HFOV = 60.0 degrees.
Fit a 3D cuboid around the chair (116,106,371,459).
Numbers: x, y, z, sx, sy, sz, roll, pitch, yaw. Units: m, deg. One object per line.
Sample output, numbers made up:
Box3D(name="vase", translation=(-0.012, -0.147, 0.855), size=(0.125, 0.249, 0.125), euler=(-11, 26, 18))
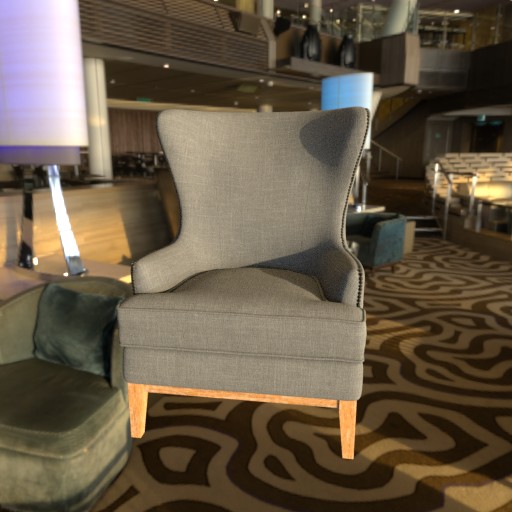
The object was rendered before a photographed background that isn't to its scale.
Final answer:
Box3D(name="chair", translation=(0.000, 0.000, 1.793), size=(0.864, 1.176, 0.883), euler=(2, 13, 8))
